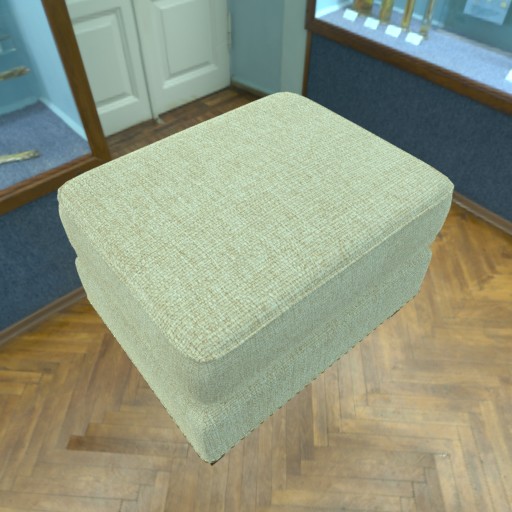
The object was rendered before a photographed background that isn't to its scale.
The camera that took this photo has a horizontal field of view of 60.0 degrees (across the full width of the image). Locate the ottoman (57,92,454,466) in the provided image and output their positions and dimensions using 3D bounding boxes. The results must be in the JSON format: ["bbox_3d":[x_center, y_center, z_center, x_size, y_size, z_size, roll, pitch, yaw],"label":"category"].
[{"bbox_3d":[0.000,0.000,1.110,0.738,0.537,0.589,-32,55,-25],"label":"ottoman"}]
